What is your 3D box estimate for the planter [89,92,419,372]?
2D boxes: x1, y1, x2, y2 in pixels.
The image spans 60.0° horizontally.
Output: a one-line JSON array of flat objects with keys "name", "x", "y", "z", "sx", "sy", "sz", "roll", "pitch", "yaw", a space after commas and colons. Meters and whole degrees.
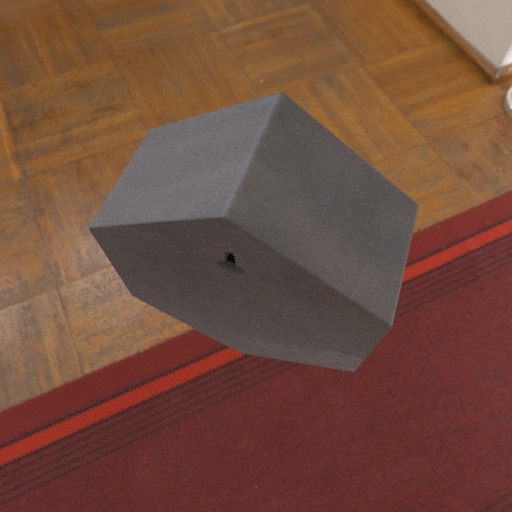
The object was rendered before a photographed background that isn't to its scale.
[{"name": "planter", "x": 0.000, "y": 0.000, "z": 0.290, "sx": 0.169, "sy": 0.206, "sz": 0.077, "roll": 17, "pitch": 64, "yaw": 9}]
